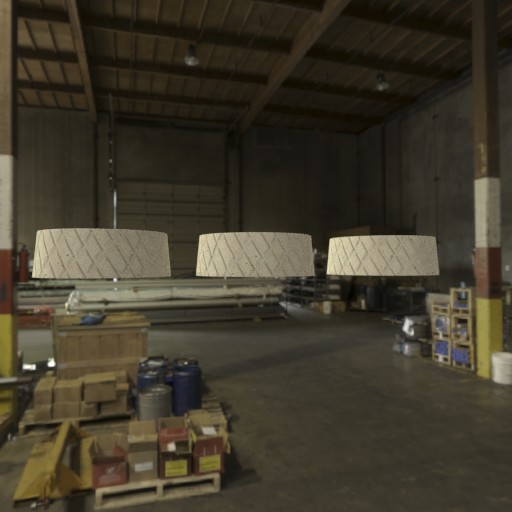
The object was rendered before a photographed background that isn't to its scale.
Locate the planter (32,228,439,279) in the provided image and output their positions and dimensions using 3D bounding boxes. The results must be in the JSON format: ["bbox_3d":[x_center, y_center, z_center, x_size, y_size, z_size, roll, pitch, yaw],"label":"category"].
[{"bbox_3d":[0.000,0.000,0.428,0.390,0.038,0.114,0,-1,-17],"label":"planter"}]
